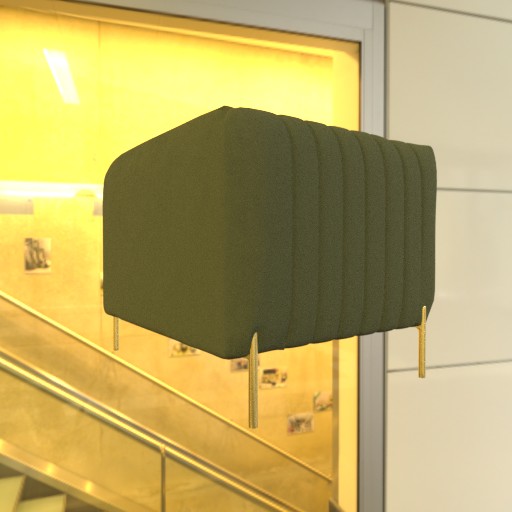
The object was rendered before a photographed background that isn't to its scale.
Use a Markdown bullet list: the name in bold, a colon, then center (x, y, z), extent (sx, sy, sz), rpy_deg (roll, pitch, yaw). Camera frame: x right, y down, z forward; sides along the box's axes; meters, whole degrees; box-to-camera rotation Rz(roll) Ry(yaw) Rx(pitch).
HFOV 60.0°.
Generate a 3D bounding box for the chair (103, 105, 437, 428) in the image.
- **chair**: center (0.000, 0.000, 1.661), extent (0.877, 0.794, 1.032), rpy_deg (-1, 1, -36)
